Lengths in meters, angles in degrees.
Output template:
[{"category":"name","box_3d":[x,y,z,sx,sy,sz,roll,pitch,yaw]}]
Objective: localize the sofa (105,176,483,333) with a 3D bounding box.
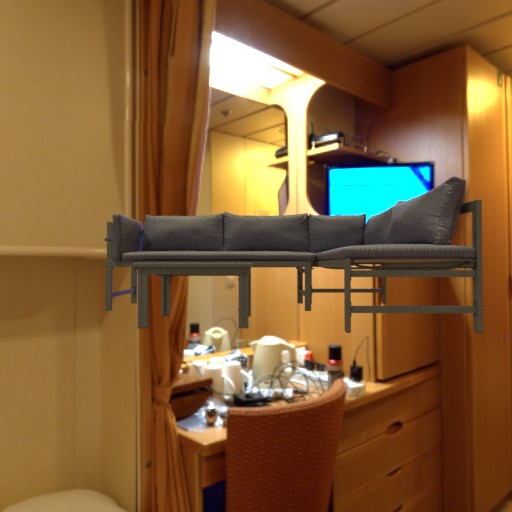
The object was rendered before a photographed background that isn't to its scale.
[{"category":"sofa","box_3d":[0.000,0.000,2.923,2.149,0.762,1.658,0,-1,1]}]
